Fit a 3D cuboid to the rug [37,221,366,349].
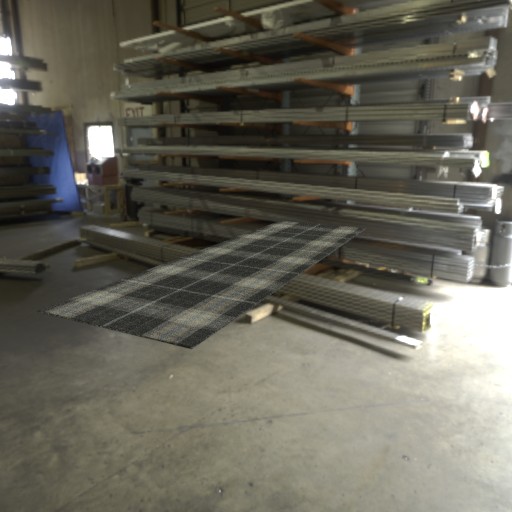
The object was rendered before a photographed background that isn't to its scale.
[{"bbox_3d":[0.000,0.000,2.677,0.760,0.012,2.434,7,16,26],"label":"rug"}]
